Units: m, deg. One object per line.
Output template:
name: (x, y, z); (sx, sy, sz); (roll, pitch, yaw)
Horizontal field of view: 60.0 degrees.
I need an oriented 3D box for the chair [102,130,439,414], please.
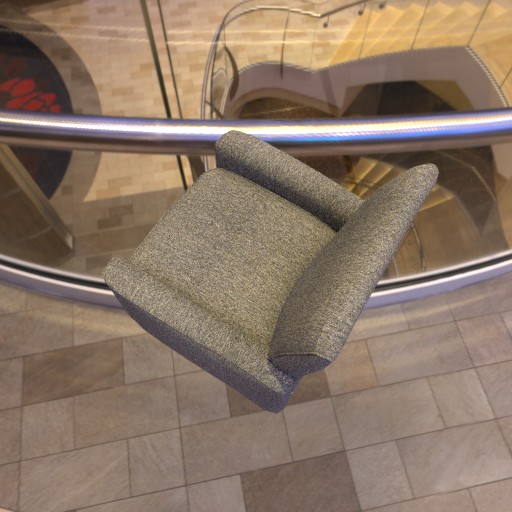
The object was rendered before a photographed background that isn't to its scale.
chair: (0.000, 0.000, 1.673); (0.864, 1.014, 0.848); (30, 67, 14)
